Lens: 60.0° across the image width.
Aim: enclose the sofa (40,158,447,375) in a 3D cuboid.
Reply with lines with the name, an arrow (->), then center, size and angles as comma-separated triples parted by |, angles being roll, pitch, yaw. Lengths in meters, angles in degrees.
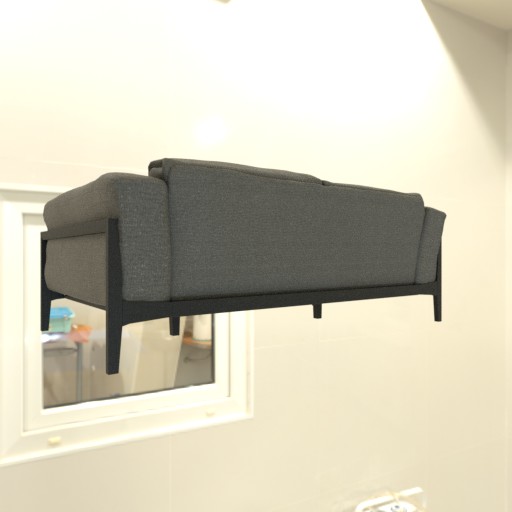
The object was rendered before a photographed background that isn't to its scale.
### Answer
sofa -> 0.000, 0.000, 2.080 | 1.690, 0.656, 0.960 | 0, 0, -37
